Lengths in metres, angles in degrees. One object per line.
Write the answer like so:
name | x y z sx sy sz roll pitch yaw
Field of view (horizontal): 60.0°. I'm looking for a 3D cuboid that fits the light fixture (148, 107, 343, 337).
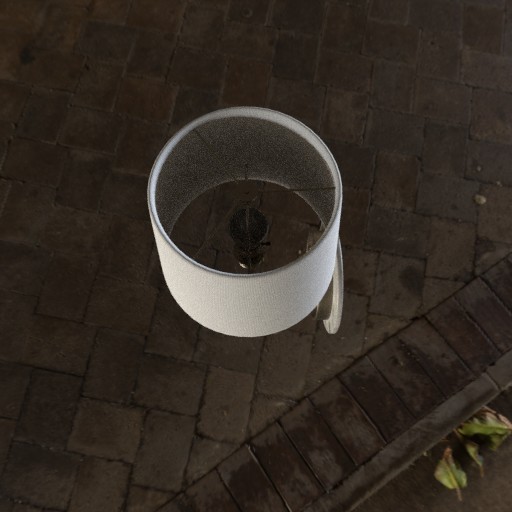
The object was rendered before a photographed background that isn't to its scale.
light fixture | 0.000 0.000 0.458 0.188 0.337 0.168 -2 74 0
